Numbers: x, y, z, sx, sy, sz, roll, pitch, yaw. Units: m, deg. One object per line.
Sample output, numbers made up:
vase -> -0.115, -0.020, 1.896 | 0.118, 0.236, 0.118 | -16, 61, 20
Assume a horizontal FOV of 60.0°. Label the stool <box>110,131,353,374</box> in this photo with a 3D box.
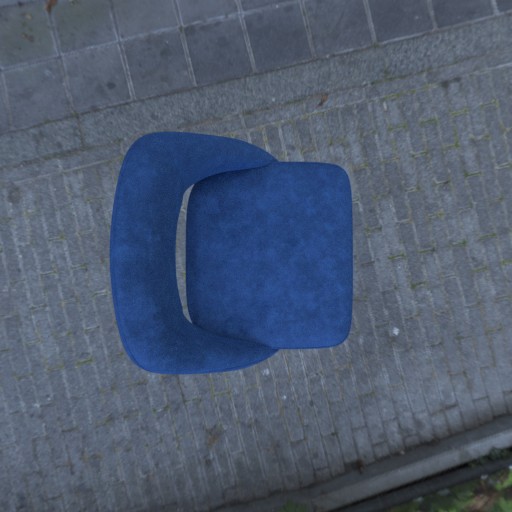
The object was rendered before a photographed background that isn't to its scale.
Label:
stool -> 0.000, 0.000, 1.243 | 0.524, 0.925, 0.536 | 0, 89, 1
